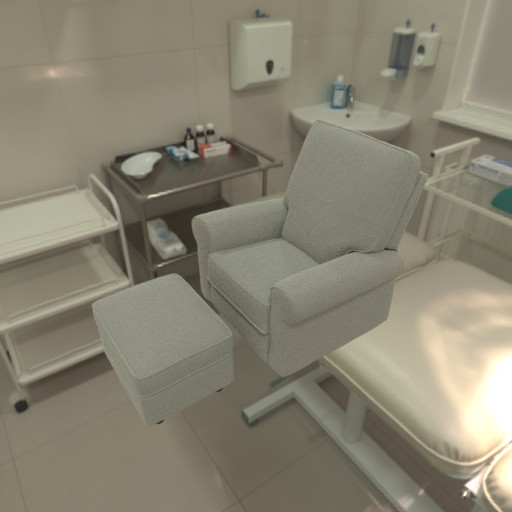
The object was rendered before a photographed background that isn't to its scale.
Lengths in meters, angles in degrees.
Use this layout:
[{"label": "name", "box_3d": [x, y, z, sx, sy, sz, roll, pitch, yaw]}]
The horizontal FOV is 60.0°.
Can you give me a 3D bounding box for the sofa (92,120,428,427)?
[{"label": "sofa", "box_3d": [0.000, 0.000, 2.107, 1.478, 0.959, 0.880, -21, 39, -28]}]
